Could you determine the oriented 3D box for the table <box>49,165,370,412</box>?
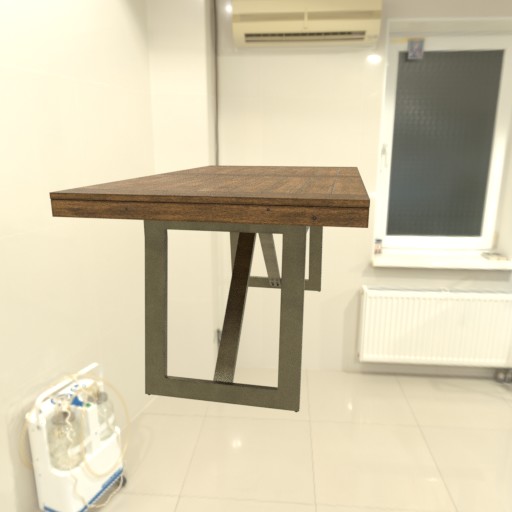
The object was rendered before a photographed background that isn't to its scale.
[{"bbox_3d":[0.000,0.000,2.109,0.931,0.757,1.641,3,15,11],"label":"table"}]
